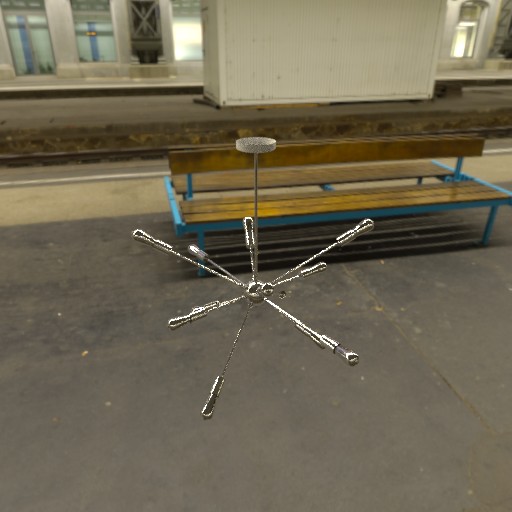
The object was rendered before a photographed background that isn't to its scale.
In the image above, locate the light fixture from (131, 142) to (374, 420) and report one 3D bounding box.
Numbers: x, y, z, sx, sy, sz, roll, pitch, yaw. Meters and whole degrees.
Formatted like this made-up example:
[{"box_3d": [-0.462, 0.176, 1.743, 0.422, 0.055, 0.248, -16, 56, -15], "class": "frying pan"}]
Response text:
[{"box_3d": [0.000, 0.000, 1.090, 0.509, 0.558, 0.684, -18, 32, -32], "class": "light fixture"}]
